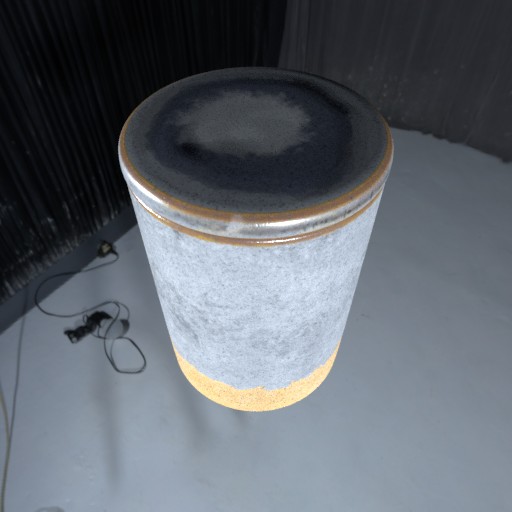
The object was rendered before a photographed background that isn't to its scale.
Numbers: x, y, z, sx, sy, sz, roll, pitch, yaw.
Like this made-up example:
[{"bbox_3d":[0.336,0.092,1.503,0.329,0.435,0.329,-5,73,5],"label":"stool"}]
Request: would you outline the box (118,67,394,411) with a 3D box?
[{"bbox_3d":[0.000,0.000,0.252,0.118,0.168,0.118,0,48,0],"label":"box"}]
